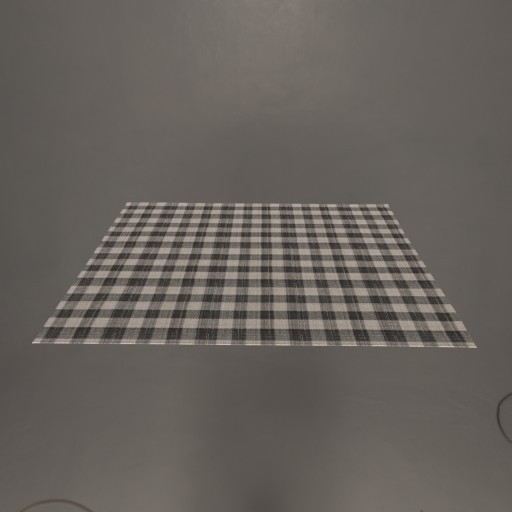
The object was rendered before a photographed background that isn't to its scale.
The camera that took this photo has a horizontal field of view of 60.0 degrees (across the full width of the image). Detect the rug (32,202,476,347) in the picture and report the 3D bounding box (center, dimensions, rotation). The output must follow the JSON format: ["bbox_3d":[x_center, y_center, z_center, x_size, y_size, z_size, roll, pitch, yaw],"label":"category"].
[{"bbox_3d":[0.000,0.000,4.058,3.021,0.013,2.432,0,30,1],"label":"rug"}]
